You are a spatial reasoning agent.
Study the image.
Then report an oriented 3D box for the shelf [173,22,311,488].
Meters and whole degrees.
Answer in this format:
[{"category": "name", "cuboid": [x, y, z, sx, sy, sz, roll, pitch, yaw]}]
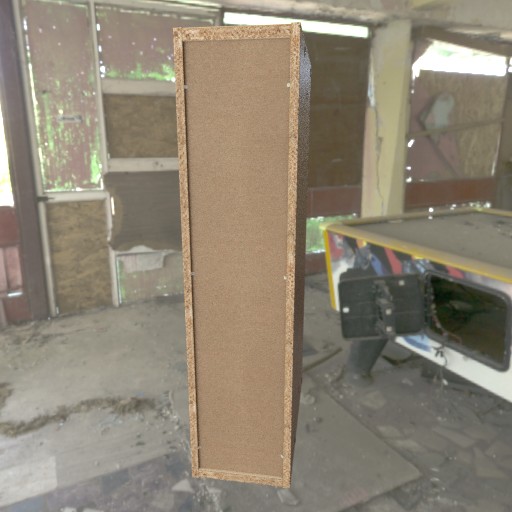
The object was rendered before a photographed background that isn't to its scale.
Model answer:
[{"category": "shelf", "cuboid": [0.000, 0.000, 0.701, 0.147, 0.600, 0.290, 2, 15, 9]}]
